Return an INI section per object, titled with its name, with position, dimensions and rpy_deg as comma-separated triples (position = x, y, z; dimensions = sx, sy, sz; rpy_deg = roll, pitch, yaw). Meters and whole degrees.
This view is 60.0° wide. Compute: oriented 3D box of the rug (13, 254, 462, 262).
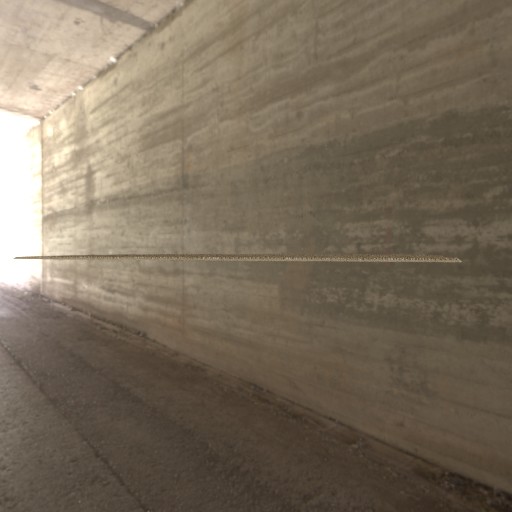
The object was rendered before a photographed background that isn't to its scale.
[rug]
position = 0.000, 0.000, 4.010
dimensions = 3.052, 0.030, 2.429
rpy_deg = 0, 1, 16
